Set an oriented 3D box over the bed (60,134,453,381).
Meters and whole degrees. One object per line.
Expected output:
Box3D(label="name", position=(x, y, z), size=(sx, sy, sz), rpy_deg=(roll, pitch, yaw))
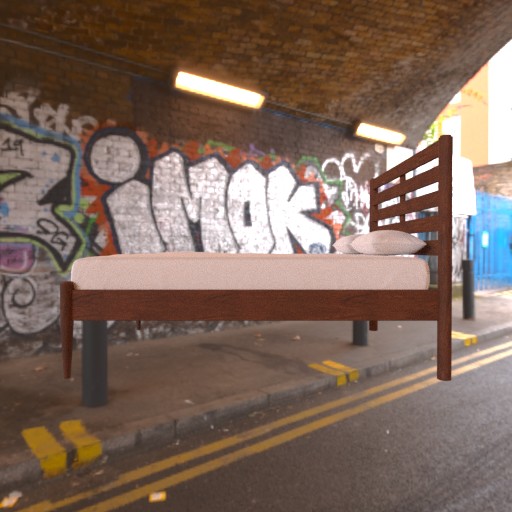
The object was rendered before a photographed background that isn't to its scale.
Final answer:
Box3D(label="bed", position=(0.000, 0.000, 3.091), size=(2.093, 1.304, 1.509), rpy_deg=(0, 1, 0))
